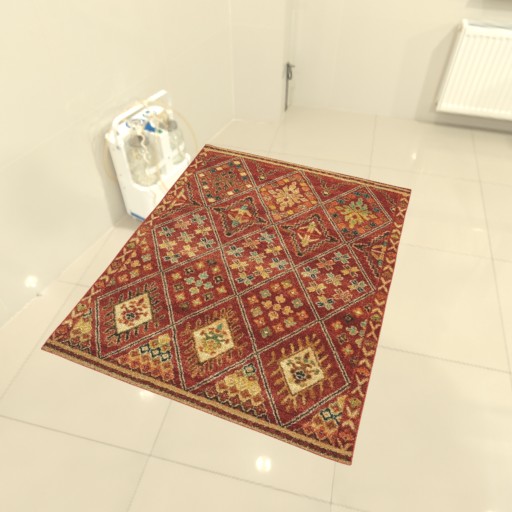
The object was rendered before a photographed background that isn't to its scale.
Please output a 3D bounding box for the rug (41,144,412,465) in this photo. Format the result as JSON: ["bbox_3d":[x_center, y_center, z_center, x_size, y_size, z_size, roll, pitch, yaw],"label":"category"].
[{"bbox_3d":[0.000,0.000,4.174,2.489,0.030,3.086,16,49,14],"label":"rug"}]
